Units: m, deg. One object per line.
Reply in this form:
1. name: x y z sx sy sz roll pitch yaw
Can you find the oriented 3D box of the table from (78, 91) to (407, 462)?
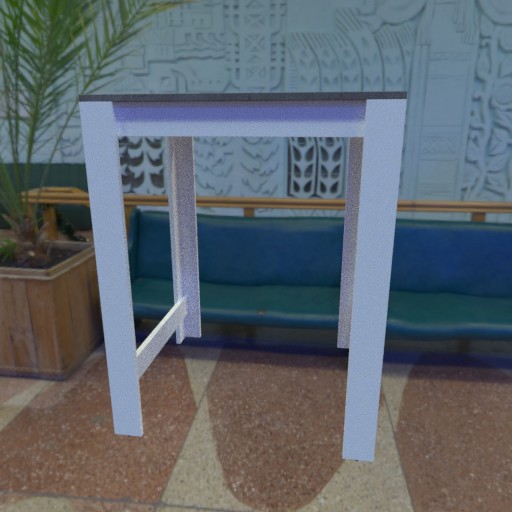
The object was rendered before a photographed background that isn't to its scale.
1. table: 0.000 0.000 1.536 0.800 1.020 0.700 3 17 8
